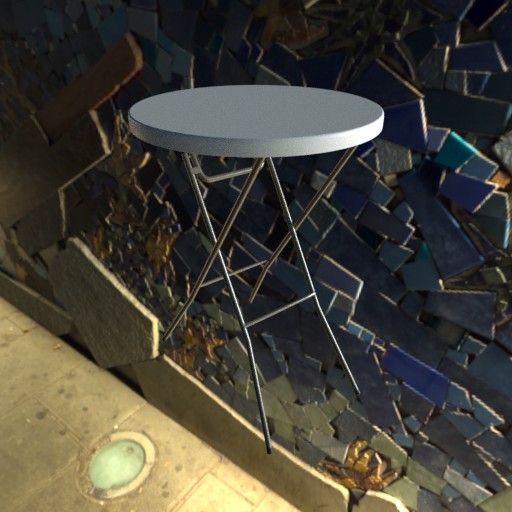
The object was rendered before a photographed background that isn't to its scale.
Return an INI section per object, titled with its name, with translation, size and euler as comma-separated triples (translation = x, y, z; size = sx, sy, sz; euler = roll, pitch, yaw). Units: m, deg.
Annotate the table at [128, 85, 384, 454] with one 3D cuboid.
[table]
translation = 0.000, 0.000, 1.684
size = 0.792, 1.105, 0.795
euler = -20, 36, -31
